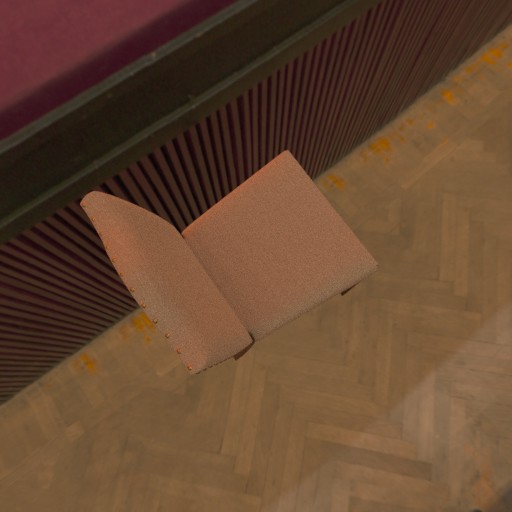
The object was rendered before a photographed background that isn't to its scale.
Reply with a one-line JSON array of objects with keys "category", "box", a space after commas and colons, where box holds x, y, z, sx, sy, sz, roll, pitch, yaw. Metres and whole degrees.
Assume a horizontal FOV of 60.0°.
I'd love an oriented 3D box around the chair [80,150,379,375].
[{"category": "chair", "box": [0.000, 0.000, 1.379, 0.620, 1.020, 0.508, -34, 79, -8]}]
